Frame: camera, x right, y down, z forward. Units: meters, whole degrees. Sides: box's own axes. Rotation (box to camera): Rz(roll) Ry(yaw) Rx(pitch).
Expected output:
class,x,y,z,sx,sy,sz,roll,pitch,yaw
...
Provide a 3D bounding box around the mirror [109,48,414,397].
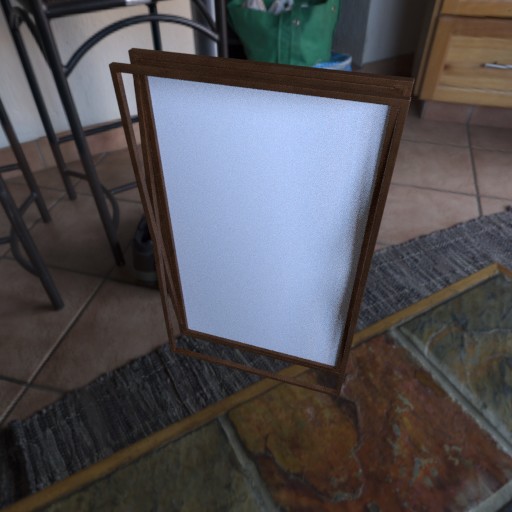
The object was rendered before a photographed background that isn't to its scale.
class,x,y,z,sx,sy,sz,roll,pitch,yaw
mirror,0.000,0.000,0.937,0.468,0.768,0.082,12,44,13
